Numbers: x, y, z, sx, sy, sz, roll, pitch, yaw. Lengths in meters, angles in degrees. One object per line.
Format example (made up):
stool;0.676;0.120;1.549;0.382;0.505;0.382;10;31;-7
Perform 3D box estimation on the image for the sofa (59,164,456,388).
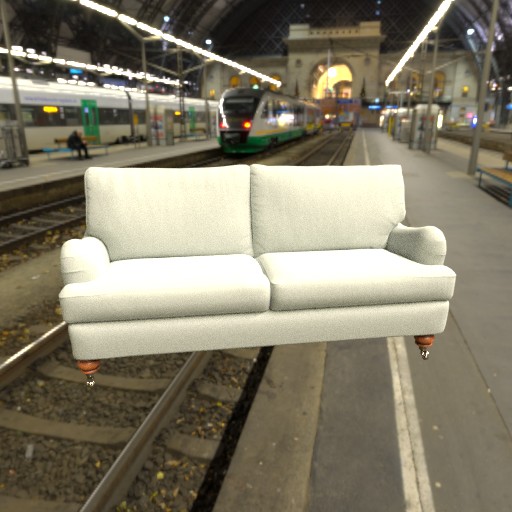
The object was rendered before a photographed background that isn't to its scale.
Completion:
sofa;0.000;0.000;2.818;2.193;1.096;1.069;-3;17;-8
